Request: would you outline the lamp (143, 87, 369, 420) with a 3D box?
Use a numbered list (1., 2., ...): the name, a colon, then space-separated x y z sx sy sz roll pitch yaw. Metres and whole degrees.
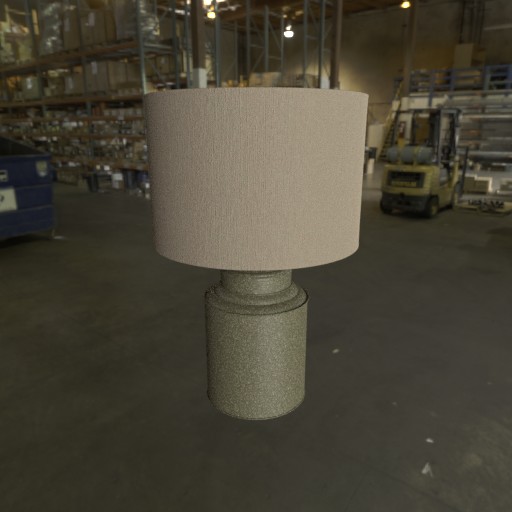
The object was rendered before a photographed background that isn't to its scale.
1. lamp: 0.000 0.000 0.710 0.318 0.486 0.318 0 16 0
